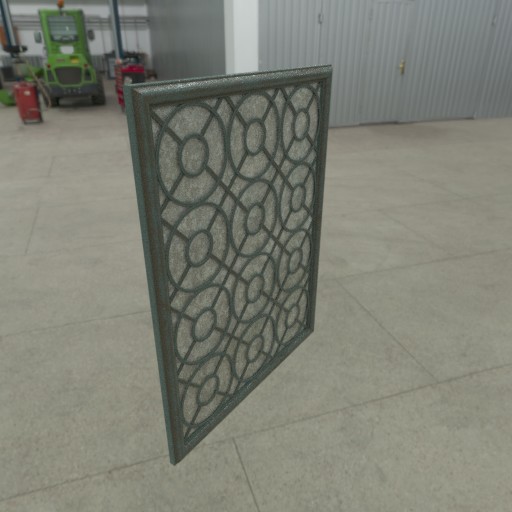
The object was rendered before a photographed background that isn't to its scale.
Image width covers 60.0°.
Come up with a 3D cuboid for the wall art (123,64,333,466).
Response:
[{"bbox_3d":[0.000,0.000,1.279,0.030,0.983,0.767,18,32,32],"label":"wall art"}]
